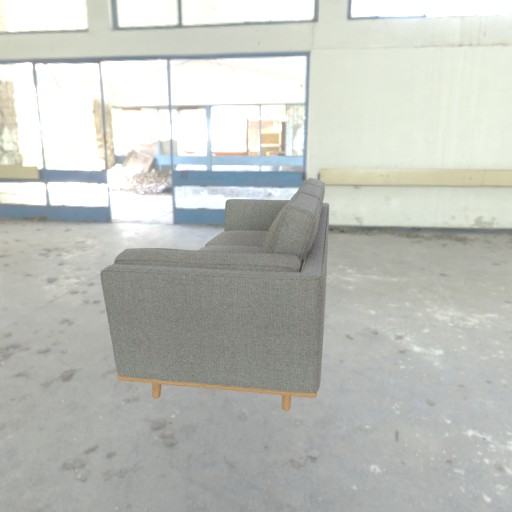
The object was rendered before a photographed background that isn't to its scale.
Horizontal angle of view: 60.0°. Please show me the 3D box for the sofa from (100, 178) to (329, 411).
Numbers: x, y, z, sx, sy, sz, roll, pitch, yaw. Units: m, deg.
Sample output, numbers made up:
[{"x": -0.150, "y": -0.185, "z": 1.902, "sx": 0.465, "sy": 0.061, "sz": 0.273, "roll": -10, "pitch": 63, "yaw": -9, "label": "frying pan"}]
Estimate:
[{"x": 0.000, "y": 0.000, "z": 2.850, "sx": 0.903, "sy": 0.899, "sz": 2.362, "roll": 2, "pitch": 14, "yaw": 9, "label": "sofa"}]
